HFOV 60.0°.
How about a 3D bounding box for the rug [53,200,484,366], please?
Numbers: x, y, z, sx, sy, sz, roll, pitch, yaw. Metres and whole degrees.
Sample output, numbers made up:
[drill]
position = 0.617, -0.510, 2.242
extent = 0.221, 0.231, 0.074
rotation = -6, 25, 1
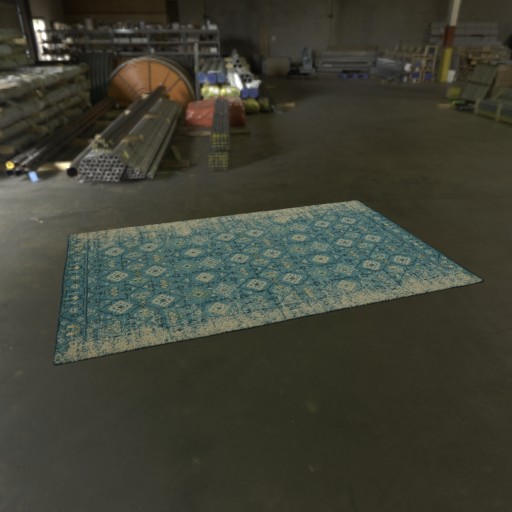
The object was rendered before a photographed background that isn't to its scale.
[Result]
[rug]
position = 0.000, 0.000, 2.994
extent = 2.449, 0.015, 1.530
rotation = -8, 28, -16
